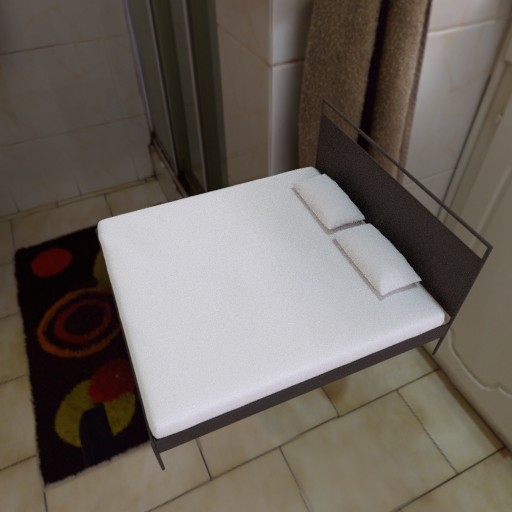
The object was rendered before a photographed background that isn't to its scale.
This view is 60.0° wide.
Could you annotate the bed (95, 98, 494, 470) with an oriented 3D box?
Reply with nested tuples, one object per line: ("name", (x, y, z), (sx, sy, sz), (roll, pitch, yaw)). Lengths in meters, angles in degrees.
("bed", (0.000, 0.000, 3.326), (2.151, 1.173, 1.993), (-17, 48, -16))
